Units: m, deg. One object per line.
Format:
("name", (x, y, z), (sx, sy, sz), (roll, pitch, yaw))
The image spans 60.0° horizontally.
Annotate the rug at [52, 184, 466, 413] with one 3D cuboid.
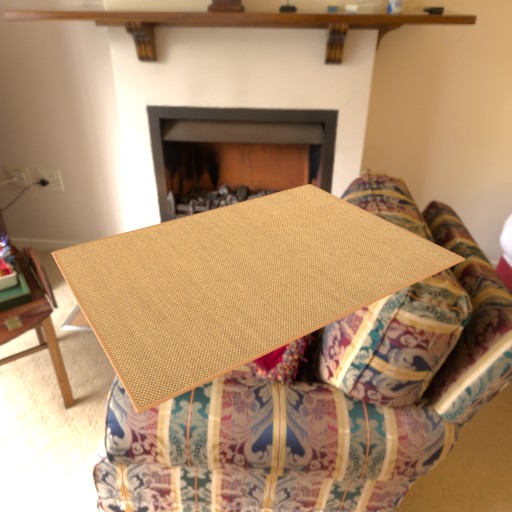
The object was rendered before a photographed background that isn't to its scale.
("rug", (0.000, 0.000, 2.792), (2.134, 0.013, 1.524), (-19, 35, -28))
